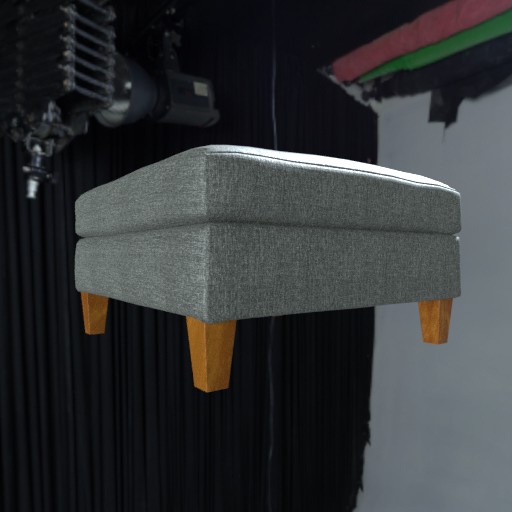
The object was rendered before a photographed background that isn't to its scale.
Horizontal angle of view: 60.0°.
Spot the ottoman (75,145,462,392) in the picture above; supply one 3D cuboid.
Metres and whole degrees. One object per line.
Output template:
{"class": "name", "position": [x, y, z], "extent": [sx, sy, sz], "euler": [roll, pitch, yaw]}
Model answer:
{"class": "ottoman", "position": [0.000, 0.000, 1.310], "extent": [0.838, 0.481, 0.838], "euler": [0, 0, -36]}
